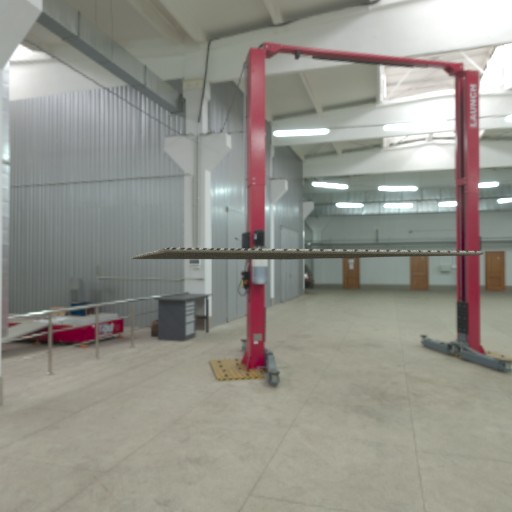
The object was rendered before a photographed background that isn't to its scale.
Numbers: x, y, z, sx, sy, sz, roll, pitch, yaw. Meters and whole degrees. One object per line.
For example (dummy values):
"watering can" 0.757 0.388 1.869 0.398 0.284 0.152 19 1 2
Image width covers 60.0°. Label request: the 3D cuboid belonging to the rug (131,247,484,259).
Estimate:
"rug" 0.000 0.000 3.043 1.539 0.023 2.406 0 -1 -19
